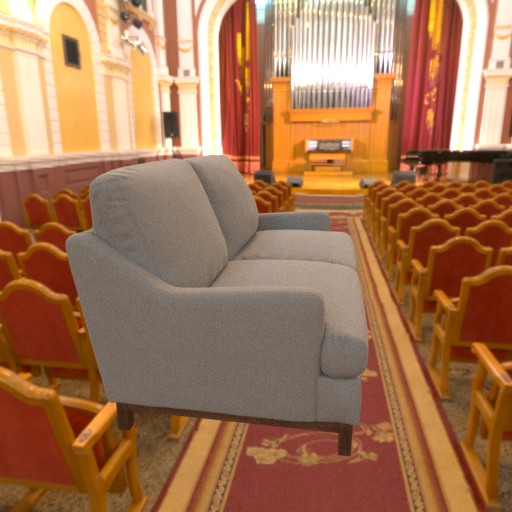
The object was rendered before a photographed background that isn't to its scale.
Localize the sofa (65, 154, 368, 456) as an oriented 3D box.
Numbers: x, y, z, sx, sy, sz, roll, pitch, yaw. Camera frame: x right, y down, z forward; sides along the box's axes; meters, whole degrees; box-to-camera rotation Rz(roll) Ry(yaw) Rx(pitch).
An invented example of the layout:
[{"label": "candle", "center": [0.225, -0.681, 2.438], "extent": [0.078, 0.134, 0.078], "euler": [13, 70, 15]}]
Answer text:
[{"label": "sofa", "center": [0.000, 0.000, 2.135], "extent": [0.987, 0.921, 1.589], "euler": [3, 15, 9]}]
